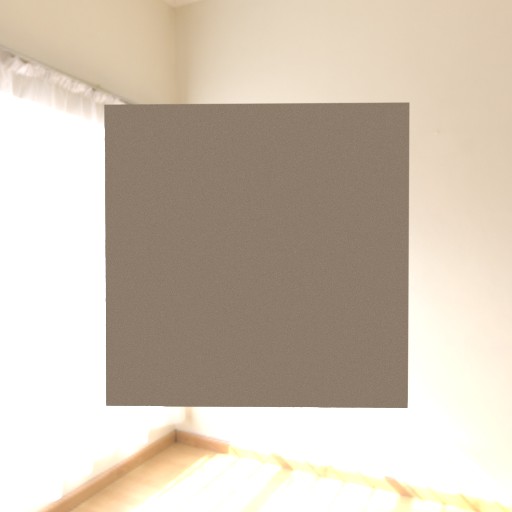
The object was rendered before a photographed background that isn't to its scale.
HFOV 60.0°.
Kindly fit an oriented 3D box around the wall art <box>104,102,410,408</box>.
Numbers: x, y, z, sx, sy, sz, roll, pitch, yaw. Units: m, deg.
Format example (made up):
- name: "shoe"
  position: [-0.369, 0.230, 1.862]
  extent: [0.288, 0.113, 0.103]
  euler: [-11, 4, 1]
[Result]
- name: "wall art"
  position: [0.000, 0.000, 0.531]
  extent: [0.355, 0.355, 0.027]
  euler: [0, 1, 1]
